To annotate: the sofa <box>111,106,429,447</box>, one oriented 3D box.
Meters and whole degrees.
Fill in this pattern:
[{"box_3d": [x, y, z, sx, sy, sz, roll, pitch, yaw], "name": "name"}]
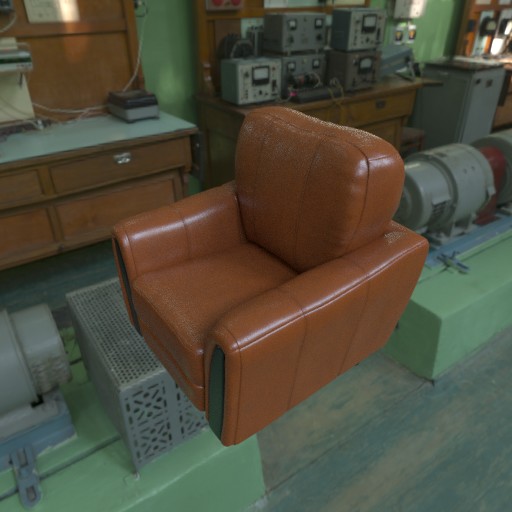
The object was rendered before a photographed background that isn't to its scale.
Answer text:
[{"box_3d": [0.000, 0.000, 1.549, 0.789, 0.876, 0.836, -21, 38, -30], "name": "sofa"}]
